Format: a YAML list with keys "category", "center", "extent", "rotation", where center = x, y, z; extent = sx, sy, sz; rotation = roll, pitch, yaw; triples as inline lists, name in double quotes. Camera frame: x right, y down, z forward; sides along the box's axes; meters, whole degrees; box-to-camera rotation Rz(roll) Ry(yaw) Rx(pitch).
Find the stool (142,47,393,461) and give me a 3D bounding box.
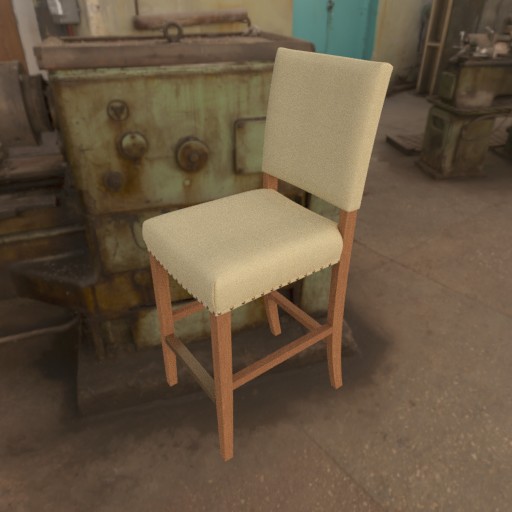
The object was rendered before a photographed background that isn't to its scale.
- category: "stool"
  center: [0.000, 0.000, 1.441]
  extent: [0.584, 1.168, 0.445]
  rotation: [-20, 37, -30]
